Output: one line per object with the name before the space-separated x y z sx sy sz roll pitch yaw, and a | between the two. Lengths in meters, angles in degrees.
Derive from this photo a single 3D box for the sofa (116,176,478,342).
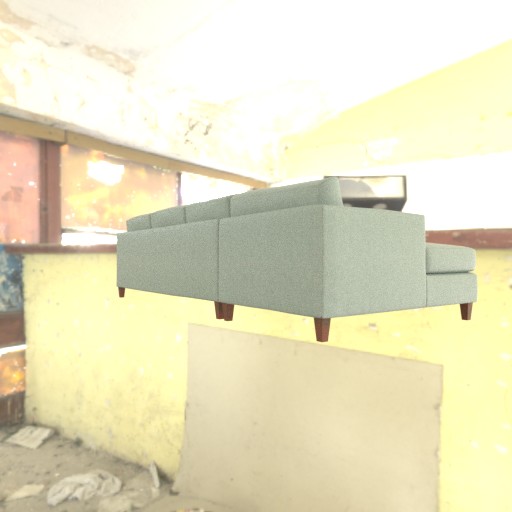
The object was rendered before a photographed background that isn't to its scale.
sofa | 0.000 0.000 4.216 1.600 0.953 3.470 0 0 -35
